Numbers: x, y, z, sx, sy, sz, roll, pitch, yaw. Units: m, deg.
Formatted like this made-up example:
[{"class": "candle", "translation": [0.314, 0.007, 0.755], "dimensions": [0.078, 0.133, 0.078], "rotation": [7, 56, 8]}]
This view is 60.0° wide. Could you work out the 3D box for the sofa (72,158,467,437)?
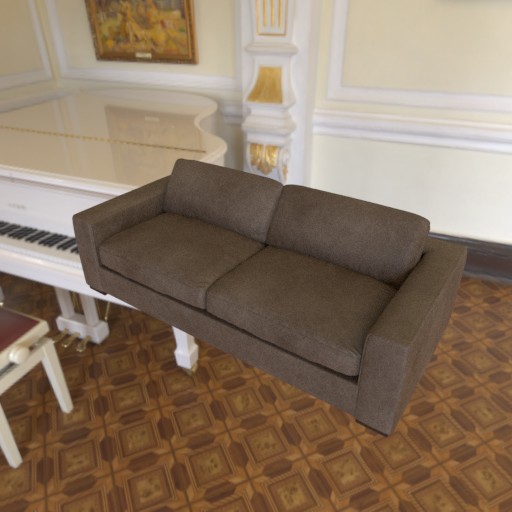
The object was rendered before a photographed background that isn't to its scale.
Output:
[{"class": "sofa", "translation": [0.000, 0.000, 2.807], "dimensions": [2.262, 0.801, 1.070], "rotation": [19, 36, 29]}]
